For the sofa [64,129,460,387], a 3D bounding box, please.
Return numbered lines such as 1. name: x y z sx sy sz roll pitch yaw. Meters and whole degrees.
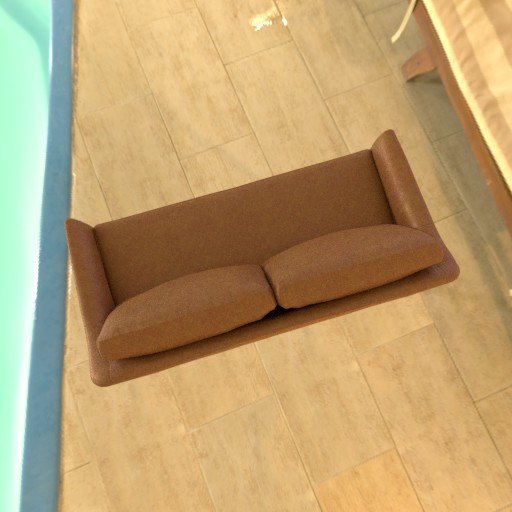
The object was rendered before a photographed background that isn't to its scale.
1. sofa: 0.000 0.000 2.624 2.036 0.945 0.981 -16 78 -4
